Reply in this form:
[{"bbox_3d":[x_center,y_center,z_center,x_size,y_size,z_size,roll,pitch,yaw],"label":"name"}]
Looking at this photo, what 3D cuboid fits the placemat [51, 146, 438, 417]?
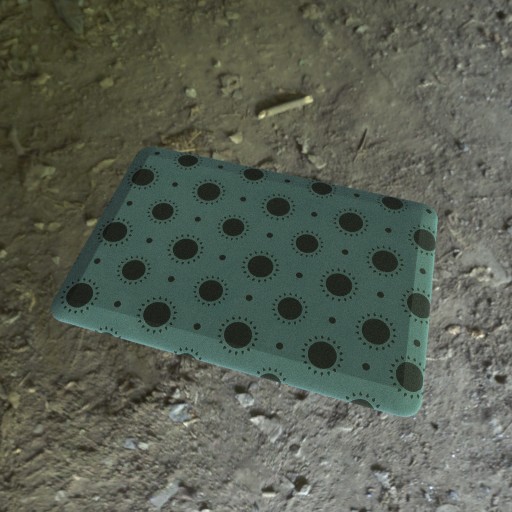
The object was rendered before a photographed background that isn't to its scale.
[{"bbox_3d":[0.000,0.000,0.977,0.762,0.021,0.508,14,60,8],"label":"placemat"}]
